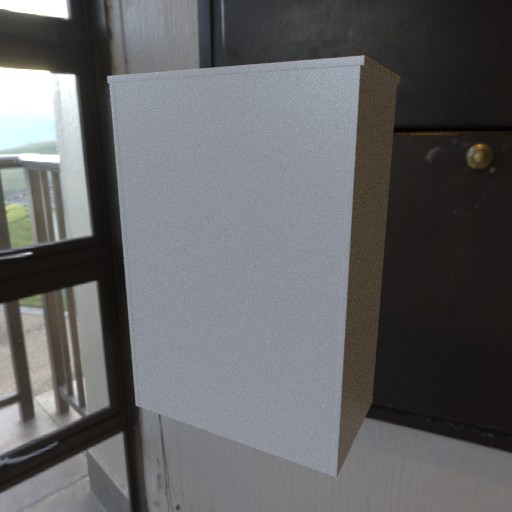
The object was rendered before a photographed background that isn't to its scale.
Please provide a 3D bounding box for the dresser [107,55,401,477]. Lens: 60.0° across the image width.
[{"bbox_3d":[0.000,0.000,1.353,0.704,1.021,0.401,8,17,27],"label":"dresser"}]
